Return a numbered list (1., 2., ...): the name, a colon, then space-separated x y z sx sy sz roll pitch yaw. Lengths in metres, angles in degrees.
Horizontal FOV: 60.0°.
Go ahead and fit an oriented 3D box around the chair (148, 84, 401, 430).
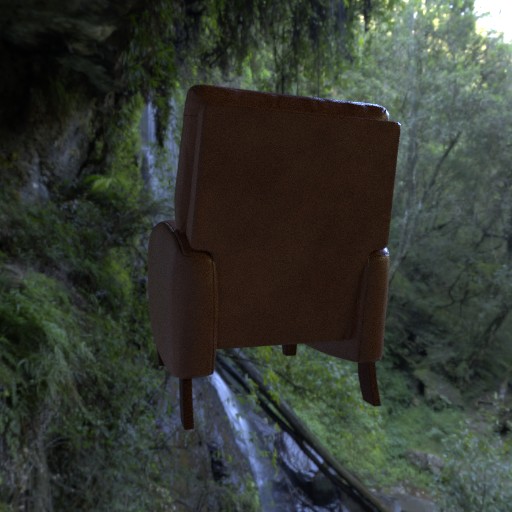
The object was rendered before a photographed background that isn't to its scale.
1. chair: 0.000 0.000 1.696 0.762 0.990 0.990 0 1 -18
